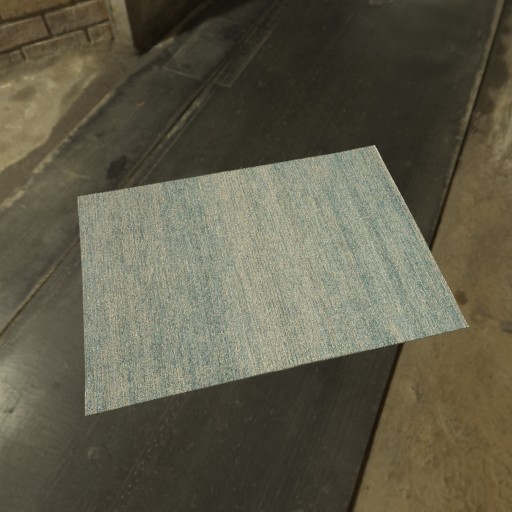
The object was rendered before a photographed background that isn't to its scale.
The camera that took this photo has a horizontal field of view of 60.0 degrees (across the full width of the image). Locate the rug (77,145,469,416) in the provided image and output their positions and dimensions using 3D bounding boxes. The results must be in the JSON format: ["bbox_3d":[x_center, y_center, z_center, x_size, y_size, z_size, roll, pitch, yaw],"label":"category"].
[{"bbox_3d":[0.000,0.000,5.231,4.078,0.052,2.802,-11,59,-7],"label":"rug"}]
